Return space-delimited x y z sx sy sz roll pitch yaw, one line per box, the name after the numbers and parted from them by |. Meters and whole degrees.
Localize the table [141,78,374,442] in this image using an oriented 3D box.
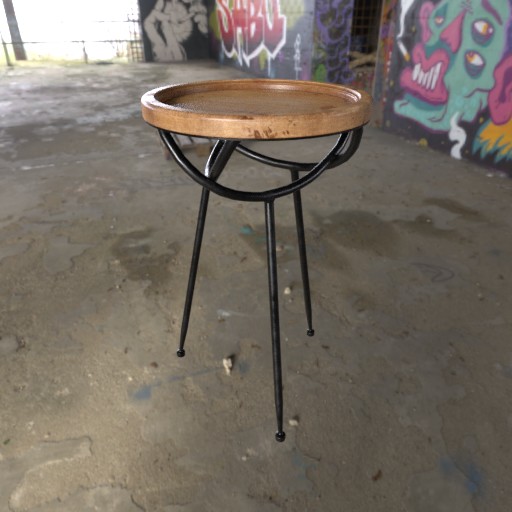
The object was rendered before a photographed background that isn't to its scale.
0.000 0.000 0.953 0.414 0.664 0.418 0 29 -1 | table
